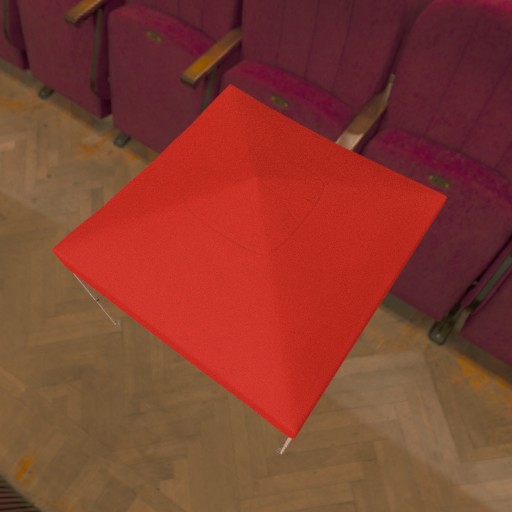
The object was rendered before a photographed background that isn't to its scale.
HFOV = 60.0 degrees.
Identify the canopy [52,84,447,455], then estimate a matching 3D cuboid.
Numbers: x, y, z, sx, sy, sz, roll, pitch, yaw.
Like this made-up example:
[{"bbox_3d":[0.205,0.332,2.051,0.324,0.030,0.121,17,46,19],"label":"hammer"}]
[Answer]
[{"bbox_3d":[0.000,0.000,5.296,2.998,2.997,2.996,33,67,16],"label":"canopy"}]
